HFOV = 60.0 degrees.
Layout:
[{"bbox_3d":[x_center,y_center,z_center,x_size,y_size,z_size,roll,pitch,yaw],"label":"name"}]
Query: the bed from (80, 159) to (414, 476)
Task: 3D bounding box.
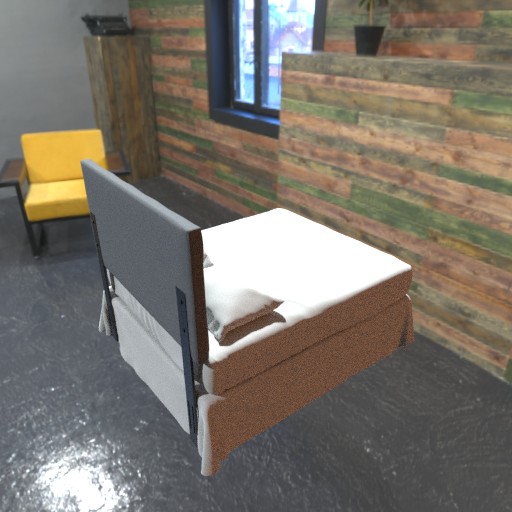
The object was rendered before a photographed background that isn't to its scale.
[{"bbox_3d":[0.000,0.000,3.602,2.222,1.577,1.936,-19,33,-32],"label":"bed"}]
